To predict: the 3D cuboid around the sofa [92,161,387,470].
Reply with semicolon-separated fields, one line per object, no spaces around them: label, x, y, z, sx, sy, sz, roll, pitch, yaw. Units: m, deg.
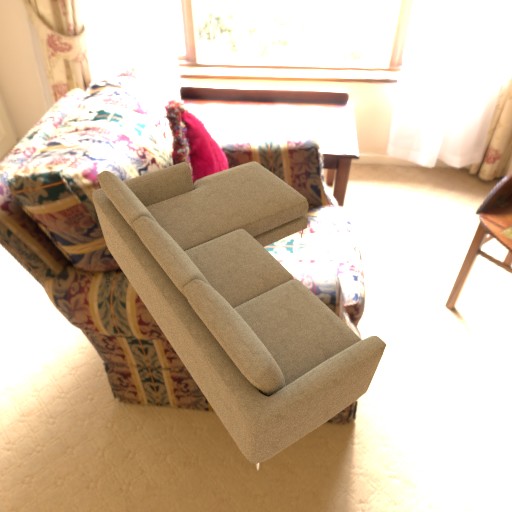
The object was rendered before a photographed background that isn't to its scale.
sofa;0.000;0.000;3.289;1.626;0.864;2.438;-24;47;-25
